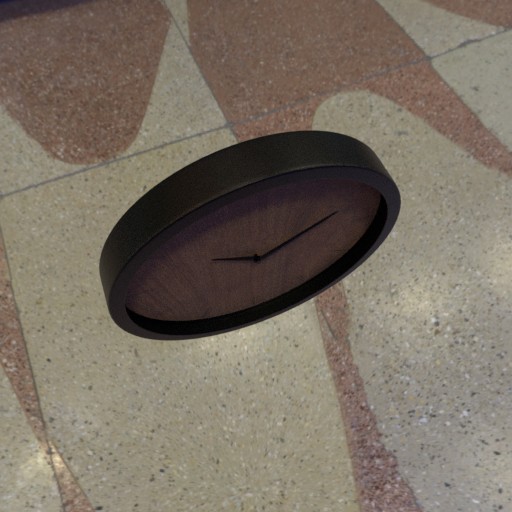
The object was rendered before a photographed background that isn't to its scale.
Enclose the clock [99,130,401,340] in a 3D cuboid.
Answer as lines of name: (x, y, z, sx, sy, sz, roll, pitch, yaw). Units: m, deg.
clock: (0.000, 0.000, 0.471, 0.314, 0.314, 0.040, -19, 64, -10)
